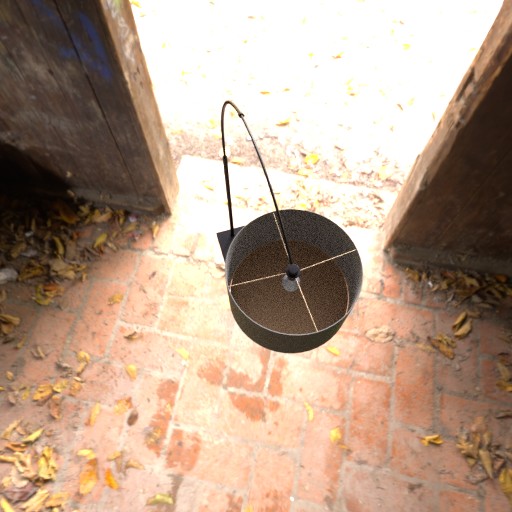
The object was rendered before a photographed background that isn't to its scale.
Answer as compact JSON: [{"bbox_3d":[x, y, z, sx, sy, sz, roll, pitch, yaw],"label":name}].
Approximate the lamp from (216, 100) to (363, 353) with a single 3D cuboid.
[{"bbox_3d":[0.000,0.000,2.533,0.493,1.927,1.424,-15,66,-7],"label":"lamp"}]
